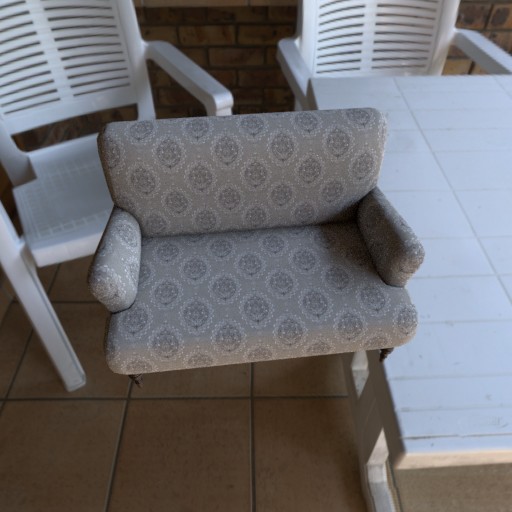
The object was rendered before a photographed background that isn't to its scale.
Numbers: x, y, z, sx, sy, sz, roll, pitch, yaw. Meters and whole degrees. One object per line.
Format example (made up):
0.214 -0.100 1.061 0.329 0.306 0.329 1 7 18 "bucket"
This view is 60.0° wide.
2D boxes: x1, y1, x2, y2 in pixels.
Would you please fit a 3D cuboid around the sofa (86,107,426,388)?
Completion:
0.000 0.000 1.863 1.297 0.889 0.779 -5 46 -5 "sofa"
